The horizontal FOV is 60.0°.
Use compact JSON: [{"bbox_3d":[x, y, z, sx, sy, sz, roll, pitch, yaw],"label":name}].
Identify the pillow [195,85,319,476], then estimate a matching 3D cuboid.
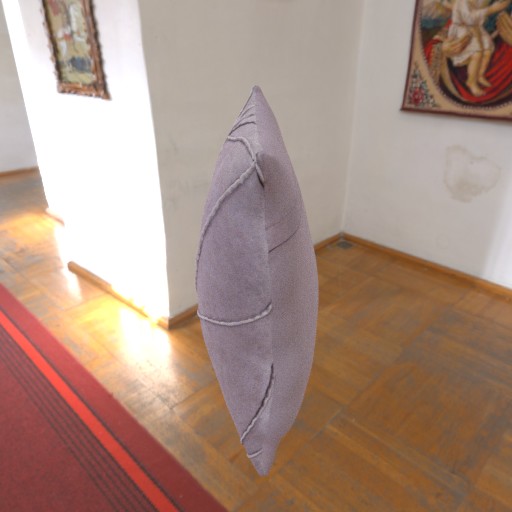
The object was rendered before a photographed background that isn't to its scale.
[{"bbox_3d":[0.000,0.000,0.673,0.185,0.440,0.439,0,28,0],"label":"pillow"}]
